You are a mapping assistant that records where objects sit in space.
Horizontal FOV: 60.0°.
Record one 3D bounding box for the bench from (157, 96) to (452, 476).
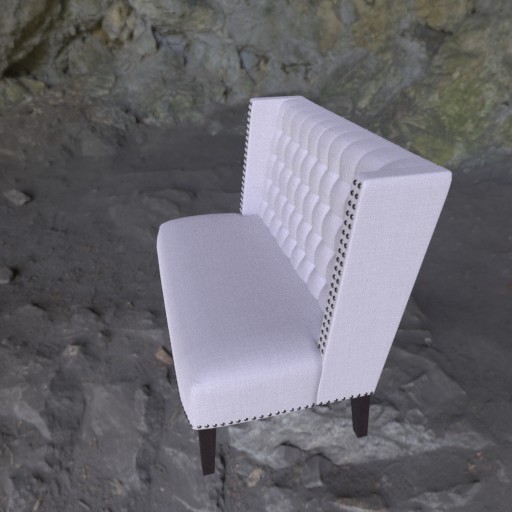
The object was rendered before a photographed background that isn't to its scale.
[{"bbox_3d":[0.000,0.000,1.979,0.847,1.123,1.280,-8,31,-13],"label":"bench"}]
